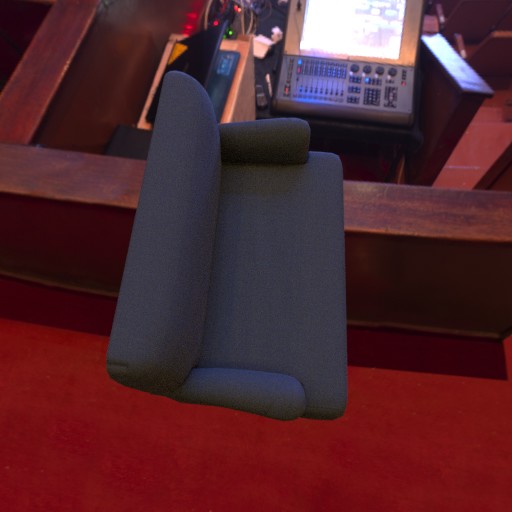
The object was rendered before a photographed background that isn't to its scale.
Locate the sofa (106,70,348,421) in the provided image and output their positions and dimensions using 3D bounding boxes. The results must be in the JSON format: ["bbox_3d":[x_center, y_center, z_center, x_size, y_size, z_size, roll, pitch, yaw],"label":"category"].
[{"bbox_3d":[0.000,0.000,1.852,0.779,0.889,1.297,3,65,2],"label":"sofa"}]
